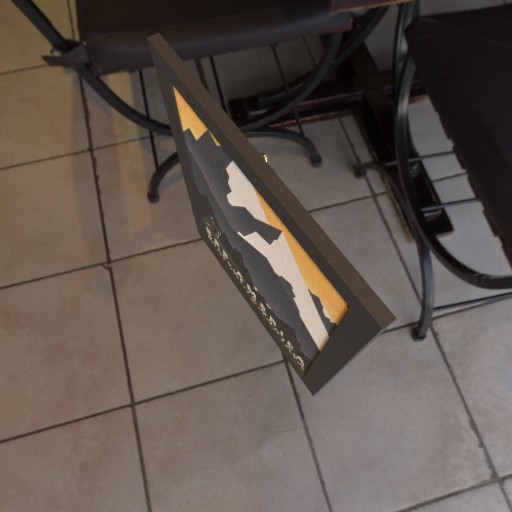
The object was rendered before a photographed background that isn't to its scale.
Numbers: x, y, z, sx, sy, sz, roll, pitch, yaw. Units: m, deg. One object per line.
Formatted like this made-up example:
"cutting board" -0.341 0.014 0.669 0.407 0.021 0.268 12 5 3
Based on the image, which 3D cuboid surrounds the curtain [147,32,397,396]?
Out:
"curtain" 0.000 0.000 0.787 0.027 0.585 0.483 -32 70 -13
